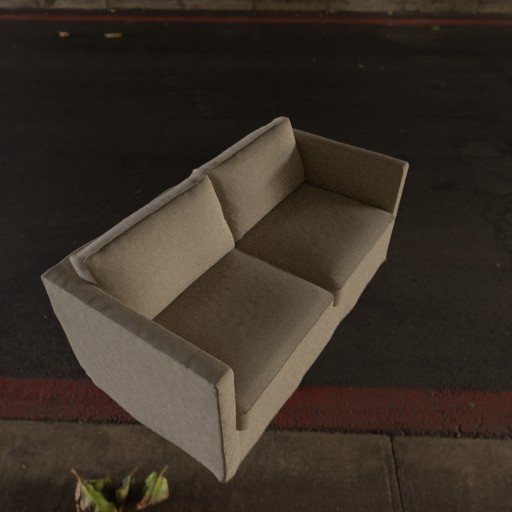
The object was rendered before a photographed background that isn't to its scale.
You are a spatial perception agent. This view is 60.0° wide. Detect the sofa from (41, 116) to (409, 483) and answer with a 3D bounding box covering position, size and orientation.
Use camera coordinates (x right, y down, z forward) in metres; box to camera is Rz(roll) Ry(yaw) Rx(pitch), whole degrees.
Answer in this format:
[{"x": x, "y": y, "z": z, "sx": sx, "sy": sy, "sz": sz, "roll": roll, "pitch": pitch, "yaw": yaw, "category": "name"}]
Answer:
[{"x": 0.000, "y": 0.000, "z": 2.311, "sx": 0.956, "sy": 0.828, "sz": 1.766, "roll": 24, "pitch": 47, "yaw": 25, "category": "sofa"}]
